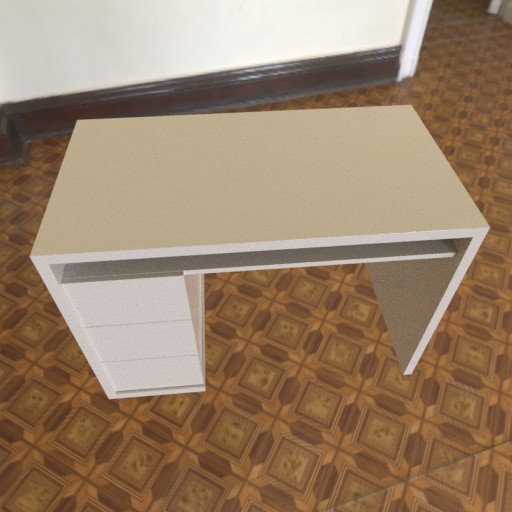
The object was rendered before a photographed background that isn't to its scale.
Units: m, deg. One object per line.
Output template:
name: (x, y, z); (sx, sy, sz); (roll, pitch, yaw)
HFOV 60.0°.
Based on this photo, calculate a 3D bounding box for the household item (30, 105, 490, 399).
household item: (0.000, 0.000, 1.529); (1.100, 0.749, 0.597); (-4, 48, -3)
